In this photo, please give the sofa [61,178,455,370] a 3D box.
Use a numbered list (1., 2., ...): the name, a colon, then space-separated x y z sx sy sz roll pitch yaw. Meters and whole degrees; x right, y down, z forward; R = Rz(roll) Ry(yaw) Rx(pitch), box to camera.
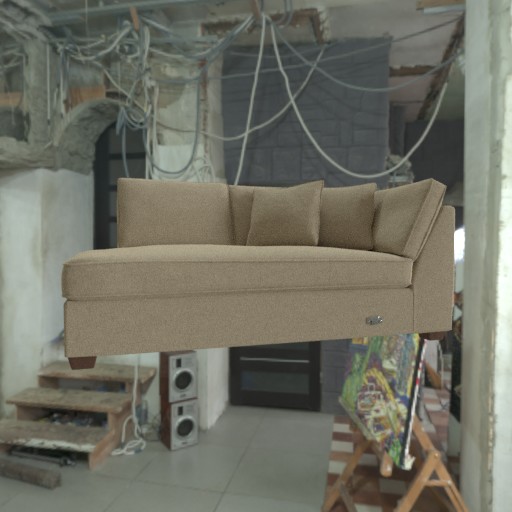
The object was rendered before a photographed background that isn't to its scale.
1. sofa: 0.000 0.000 2.861 2.237 1.033 1.110 -1 2 -17
